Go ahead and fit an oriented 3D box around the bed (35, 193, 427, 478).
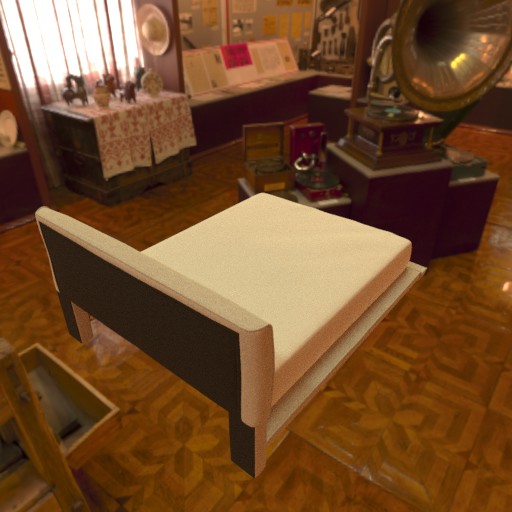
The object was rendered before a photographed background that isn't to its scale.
[{"bbox_3d":[0.000,0.000,3.554,1.980,1.126,2.498,23,38,33],"label":"bed"}]
